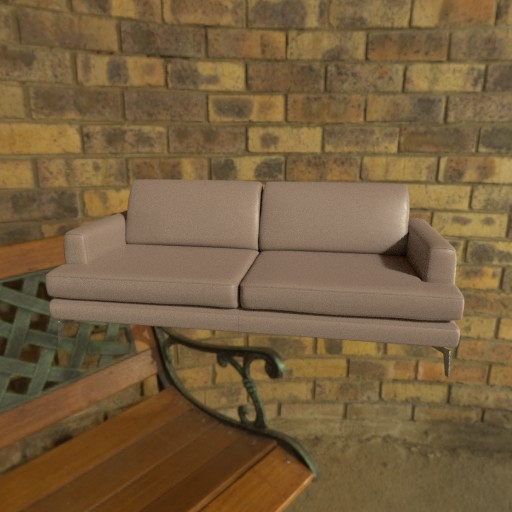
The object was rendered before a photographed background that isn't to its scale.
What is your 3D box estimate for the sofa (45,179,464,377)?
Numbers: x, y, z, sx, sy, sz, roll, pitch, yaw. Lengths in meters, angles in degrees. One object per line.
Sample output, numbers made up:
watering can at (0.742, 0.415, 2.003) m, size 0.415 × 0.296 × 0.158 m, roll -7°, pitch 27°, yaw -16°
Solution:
sofa at (0.000, 0.000, 2.440) m, size 1.940 × 0.765 × 0.974 m, roll 3°, pitch 15°, yaw 9°
